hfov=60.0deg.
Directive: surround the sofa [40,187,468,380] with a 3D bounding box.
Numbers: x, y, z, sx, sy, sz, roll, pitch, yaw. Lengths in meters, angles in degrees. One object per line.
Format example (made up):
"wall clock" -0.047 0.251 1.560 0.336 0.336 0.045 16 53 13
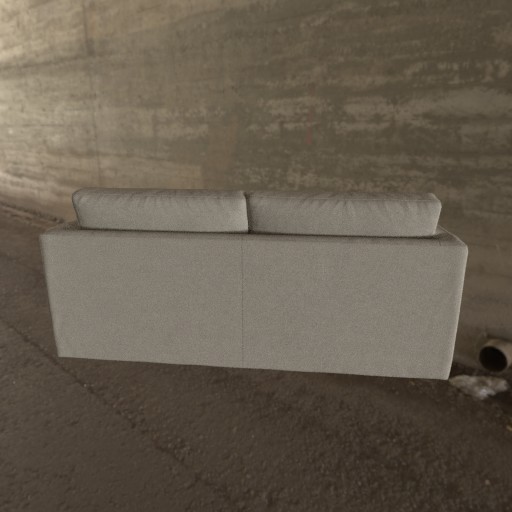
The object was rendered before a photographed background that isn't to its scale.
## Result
"sofa" 0.000 0.000 2.503 1.905 0.839 1.091 2 16 6
